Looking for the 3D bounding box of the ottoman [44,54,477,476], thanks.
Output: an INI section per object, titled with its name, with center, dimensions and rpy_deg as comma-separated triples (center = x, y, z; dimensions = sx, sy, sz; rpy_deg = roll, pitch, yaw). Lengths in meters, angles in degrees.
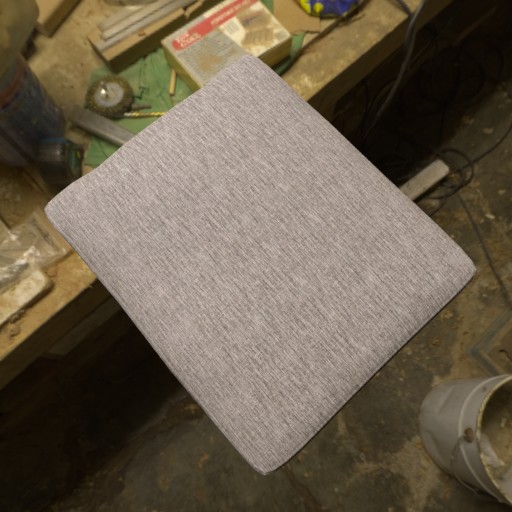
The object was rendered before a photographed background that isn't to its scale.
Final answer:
[ottoman]
center = 0.000, 0.000, 1.450
dimensions = 0.839, 0.492, 0.994
rpy_deg = -41, 79, -10
